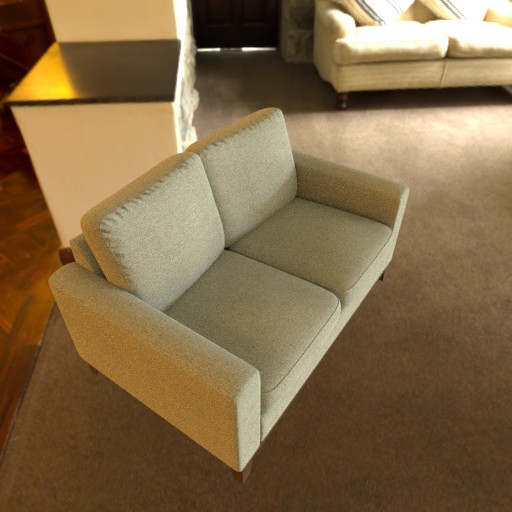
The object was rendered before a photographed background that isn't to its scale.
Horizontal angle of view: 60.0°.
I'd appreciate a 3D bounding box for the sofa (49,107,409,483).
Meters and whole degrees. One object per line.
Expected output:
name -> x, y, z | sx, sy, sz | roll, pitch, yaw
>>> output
sofa -> 0.000, 0.000, 1.991 | 0.917, 0.873, 1.420 | 25, 47, 26
